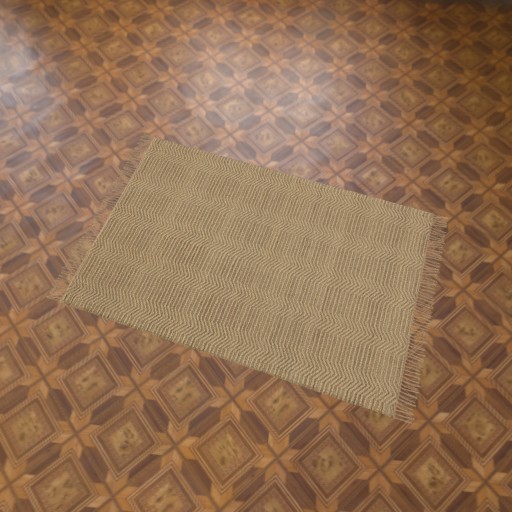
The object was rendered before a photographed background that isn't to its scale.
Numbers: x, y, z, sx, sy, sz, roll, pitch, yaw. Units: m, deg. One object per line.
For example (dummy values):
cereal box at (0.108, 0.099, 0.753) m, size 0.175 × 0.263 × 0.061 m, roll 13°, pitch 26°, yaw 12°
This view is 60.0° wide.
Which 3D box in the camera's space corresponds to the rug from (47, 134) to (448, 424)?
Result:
rug at (0.000, 0.000, 3.150) m, size 2.523 × 0.034 × 1.528 m, roll 17°, pitch 65°, yaw 8°
